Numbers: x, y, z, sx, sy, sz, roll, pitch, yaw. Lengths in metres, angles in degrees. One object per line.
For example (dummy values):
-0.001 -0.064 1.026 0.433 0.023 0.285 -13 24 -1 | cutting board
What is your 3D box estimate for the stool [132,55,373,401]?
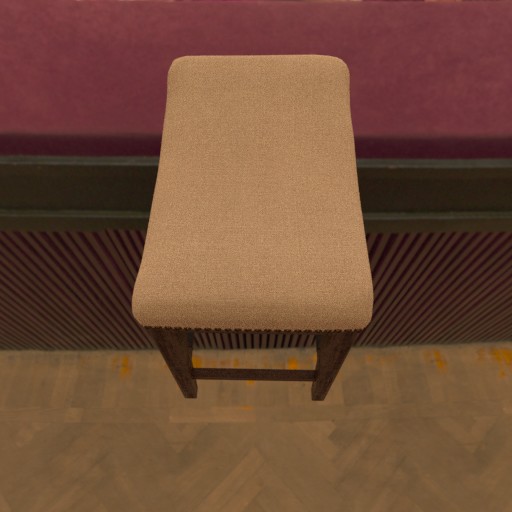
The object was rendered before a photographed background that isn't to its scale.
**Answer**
0.000 0.000 0.974 0.363 0.669 0.509 1 64 0 | stool
